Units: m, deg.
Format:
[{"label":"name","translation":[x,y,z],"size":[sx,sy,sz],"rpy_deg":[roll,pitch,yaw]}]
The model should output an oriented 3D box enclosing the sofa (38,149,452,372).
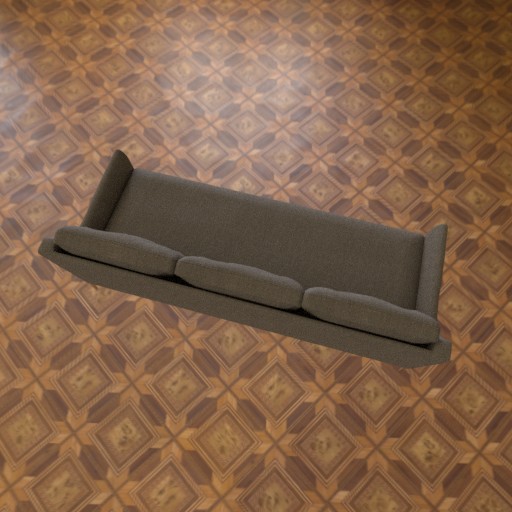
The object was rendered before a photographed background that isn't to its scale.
[{"label":"sofa","translation":[0.000,0.000,2.558],"size":[2.060,0.837,0.849],"rpy_deg":[14,65,7]}]
